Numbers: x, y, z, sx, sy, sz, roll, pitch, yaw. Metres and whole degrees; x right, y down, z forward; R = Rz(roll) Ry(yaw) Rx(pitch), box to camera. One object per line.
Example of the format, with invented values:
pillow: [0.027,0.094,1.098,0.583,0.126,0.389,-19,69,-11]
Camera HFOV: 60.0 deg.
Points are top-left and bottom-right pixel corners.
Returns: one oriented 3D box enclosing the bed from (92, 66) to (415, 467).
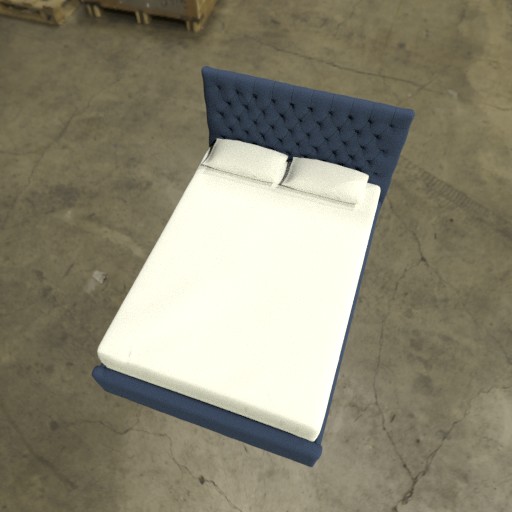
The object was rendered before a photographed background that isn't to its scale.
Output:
bed: [0.000,0.000,3.398,1.706,1.427,2.387,16,58,10]
